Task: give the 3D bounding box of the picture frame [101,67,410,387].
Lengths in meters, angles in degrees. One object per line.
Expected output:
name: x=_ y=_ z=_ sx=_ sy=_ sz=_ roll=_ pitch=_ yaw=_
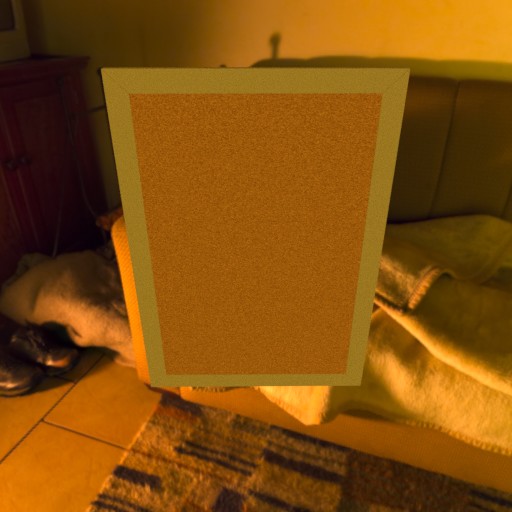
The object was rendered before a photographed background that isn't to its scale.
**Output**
picture frame: x=0.000 y=0.000 z=0.584 sx=0.326 sy=0.459 sz=0.011 roll=0 pitch=29 yaw=0
